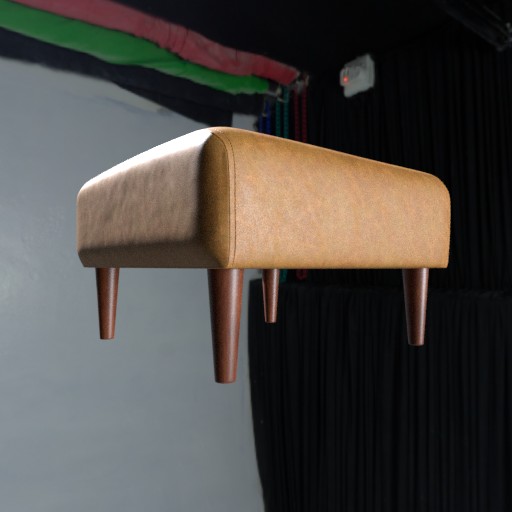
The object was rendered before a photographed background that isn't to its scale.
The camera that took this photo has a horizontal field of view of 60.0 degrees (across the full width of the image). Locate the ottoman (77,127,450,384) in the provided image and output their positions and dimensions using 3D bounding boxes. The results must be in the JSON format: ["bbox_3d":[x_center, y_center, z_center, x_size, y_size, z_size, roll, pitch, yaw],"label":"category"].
[{"bbox_3d":[0.000,0.000,1.039,0.650,0.399,0.650,1,-2,-38],"label":"ottoman"}]
